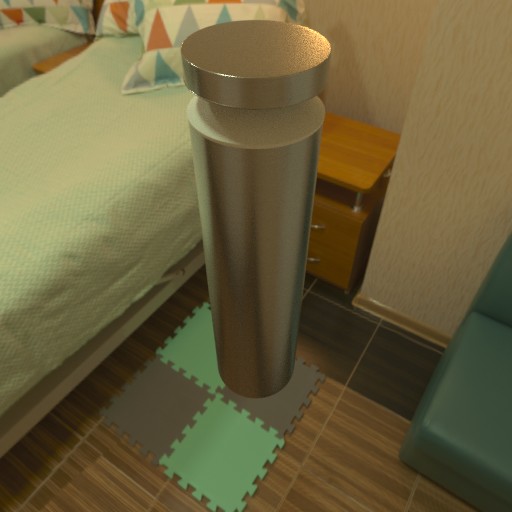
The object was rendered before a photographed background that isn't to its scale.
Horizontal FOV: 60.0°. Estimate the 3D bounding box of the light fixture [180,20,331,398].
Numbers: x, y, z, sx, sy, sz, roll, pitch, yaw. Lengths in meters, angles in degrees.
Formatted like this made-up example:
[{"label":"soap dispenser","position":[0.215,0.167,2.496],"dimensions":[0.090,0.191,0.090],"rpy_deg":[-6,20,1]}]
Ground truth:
[{"label":"light fixture","position":[0.000,0.000,0.438],"dimensions":[0.102,0.400,0.102],"rpy_deg":[3,46,3]}]
